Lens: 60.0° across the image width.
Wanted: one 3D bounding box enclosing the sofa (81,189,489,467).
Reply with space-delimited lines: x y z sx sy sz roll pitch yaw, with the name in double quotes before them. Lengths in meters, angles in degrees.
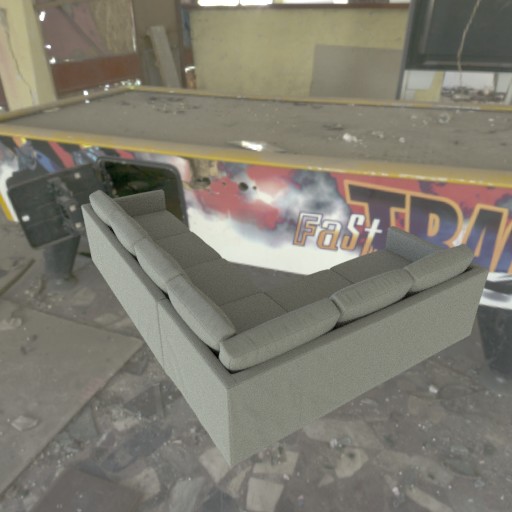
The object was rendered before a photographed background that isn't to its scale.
"sofa" 0.000 0.000 4.261 2.432 0.871 3.182 -17 33 -28
